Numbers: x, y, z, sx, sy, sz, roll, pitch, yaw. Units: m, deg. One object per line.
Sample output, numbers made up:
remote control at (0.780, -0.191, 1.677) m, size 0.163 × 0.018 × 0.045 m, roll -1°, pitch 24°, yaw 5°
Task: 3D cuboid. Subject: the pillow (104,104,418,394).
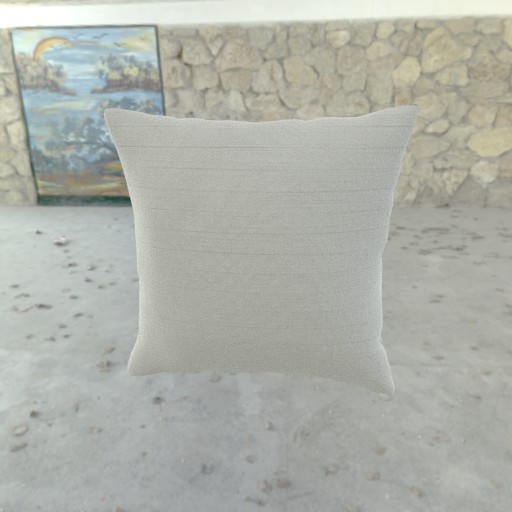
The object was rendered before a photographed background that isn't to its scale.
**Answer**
pillow at (0.000, 0.000, 0.717) m, size 0.470 × 0.464 × 0.175 m, roll 2°, pitch 17°, yaw 6°
